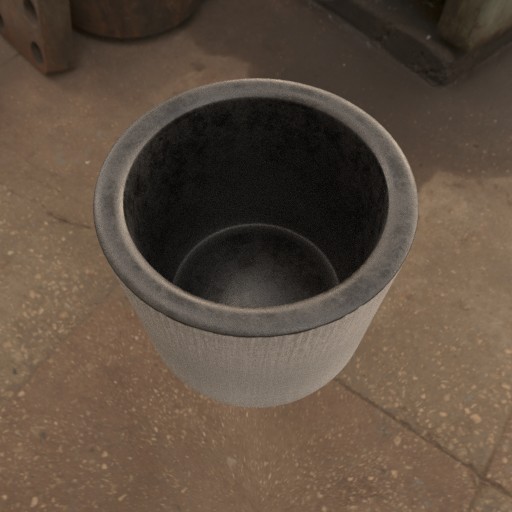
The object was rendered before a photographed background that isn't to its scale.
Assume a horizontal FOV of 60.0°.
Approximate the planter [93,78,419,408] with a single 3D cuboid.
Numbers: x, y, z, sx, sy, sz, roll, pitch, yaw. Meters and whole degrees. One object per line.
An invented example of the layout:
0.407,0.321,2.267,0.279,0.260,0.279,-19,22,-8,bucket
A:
0.000,0.000,0.217,0.125,0.112,0.125,0,60,0,planter
